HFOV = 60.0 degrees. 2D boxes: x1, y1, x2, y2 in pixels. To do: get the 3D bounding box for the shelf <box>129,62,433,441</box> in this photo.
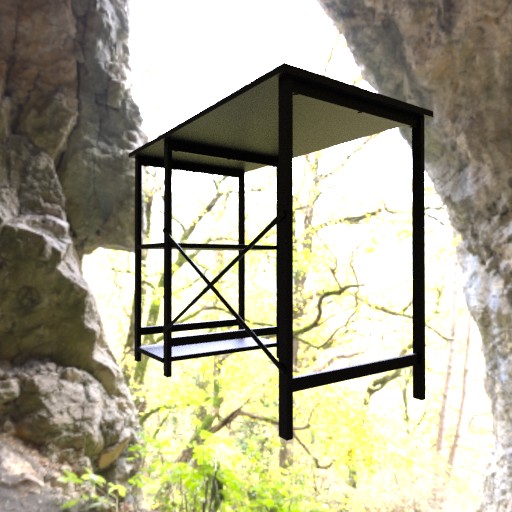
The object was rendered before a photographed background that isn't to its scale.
[{"bbox_3d":[0.000,0.000,1.377,0.498,0.749,0.902,0,-1,-35],"label":"shelf"}]
